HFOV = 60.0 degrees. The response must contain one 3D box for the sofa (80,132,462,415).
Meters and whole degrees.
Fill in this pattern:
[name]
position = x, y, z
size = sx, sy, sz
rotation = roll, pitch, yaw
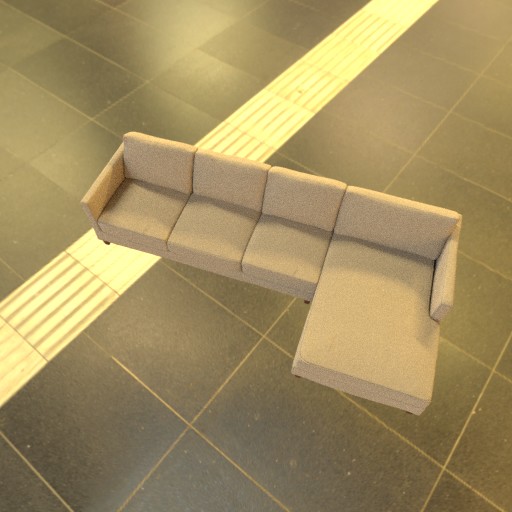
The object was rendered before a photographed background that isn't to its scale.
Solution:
[sofa]
position = 0.000, 0.000, 3.833
size = 3.186, 0.861, 1.625
rotation = 16, 58, 10
